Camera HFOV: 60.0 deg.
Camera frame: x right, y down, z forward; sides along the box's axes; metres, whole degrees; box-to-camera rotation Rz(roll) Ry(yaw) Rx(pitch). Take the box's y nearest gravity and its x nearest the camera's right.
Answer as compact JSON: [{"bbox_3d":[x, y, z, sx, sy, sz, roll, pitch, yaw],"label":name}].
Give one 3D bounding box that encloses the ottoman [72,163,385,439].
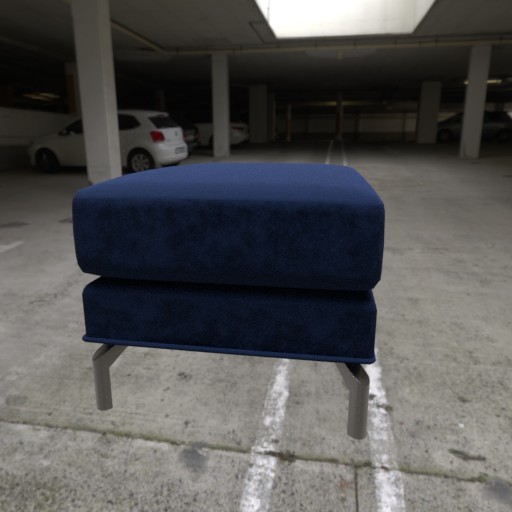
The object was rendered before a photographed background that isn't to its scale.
[{"bbox_3d":[0.000,0.000,1.216,0.587,0.498,0.835,2,15,9],"label":"ottoman"}]
